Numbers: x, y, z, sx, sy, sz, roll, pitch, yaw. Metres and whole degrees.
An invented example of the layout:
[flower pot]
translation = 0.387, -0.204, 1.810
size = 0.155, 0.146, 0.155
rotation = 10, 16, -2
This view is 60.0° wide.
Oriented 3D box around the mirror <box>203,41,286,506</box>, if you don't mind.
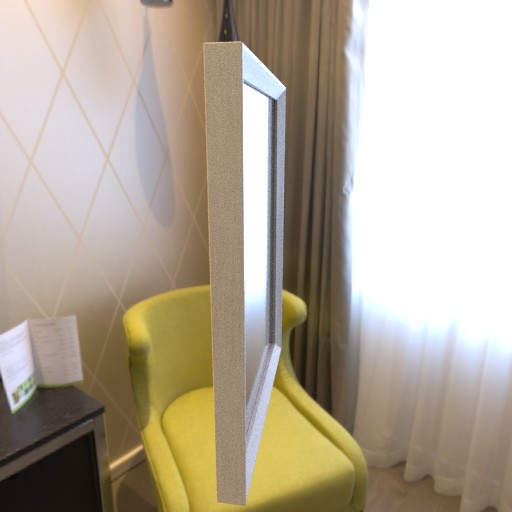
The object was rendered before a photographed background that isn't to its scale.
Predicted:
[mirror]
translation = 0.000, 0.000, 0.659
size = 0.041, 0.509, 0.406
rotation = 2, 16, 9
